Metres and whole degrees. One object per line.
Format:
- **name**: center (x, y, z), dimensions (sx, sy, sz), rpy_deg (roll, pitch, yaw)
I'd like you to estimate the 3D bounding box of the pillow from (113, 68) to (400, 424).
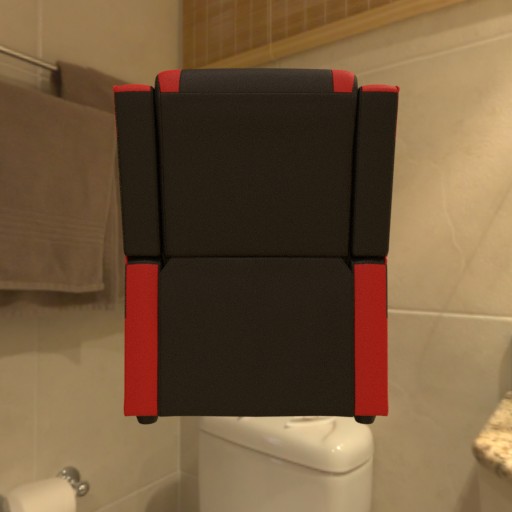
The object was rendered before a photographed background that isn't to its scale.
- **pillow**: center (0.000, 0.000, 1.260), dimensions (0.620, 0.805, 0.672), rpy_deg (0, -1, 0)
